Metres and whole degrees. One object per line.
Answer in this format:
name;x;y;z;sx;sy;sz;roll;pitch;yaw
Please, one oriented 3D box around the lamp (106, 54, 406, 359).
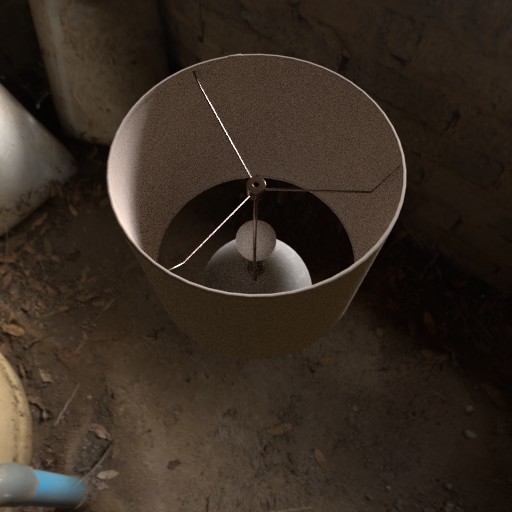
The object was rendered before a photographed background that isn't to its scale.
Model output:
lamp;0.000;0.000;0.583;0.269;0.409;0.269;2;64;1
